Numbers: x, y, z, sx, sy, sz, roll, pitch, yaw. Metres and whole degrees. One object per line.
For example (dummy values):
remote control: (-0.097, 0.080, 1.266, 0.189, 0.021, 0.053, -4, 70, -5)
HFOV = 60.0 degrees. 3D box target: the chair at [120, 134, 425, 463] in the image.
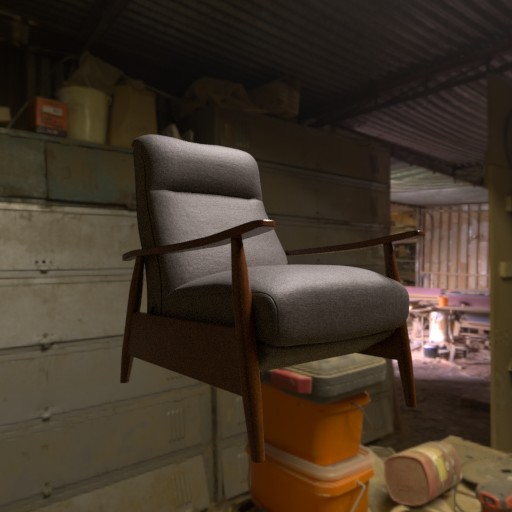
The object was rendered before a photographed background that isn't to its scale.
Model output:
chair: (0.000, 0.000, 1.751, 0.762, 1.081, 1.014, 0, 0, -38)
